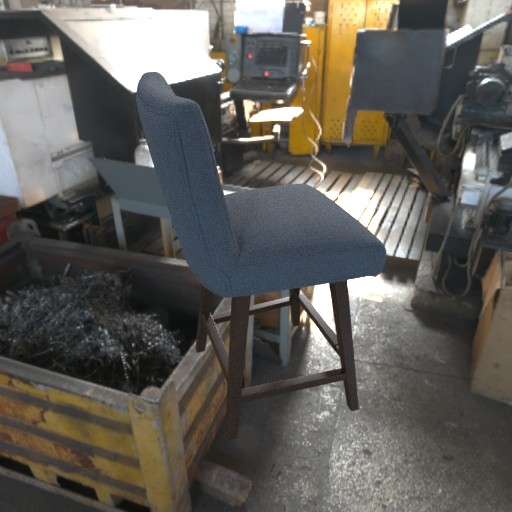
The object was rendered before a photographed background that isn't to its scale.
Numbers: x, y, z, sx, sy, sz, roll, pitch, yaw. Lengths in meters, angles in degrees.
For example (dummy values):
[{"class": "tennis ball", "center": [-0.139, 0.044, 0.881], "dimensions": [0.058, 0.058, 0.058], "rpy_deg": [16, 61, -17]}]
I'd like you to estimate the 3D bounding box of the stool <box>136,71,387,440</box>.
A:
[{"class": "stool", "center": [0.000, 0.000, 1.335], "dimensions": [0.574, 1.000, 0.514], "rpy_deg": [-10, 31, -17]}]
